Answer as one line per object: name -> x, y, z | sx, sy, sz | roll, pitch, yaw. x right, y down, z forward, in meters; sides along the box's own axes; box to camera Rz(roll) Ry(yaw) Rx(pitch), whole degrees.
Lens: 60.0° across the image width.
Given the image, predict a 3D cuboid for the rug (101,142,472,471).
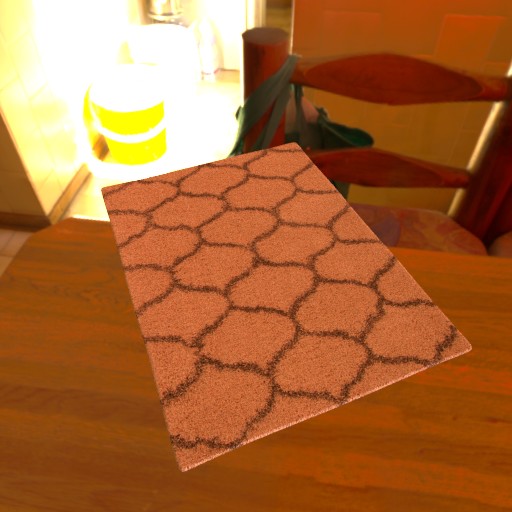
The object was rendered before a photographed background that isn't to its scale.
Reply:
rug -> 0.000, 0.000, 2.101 | 1.200, 0.025, 1.600 | -17, 49, -15
